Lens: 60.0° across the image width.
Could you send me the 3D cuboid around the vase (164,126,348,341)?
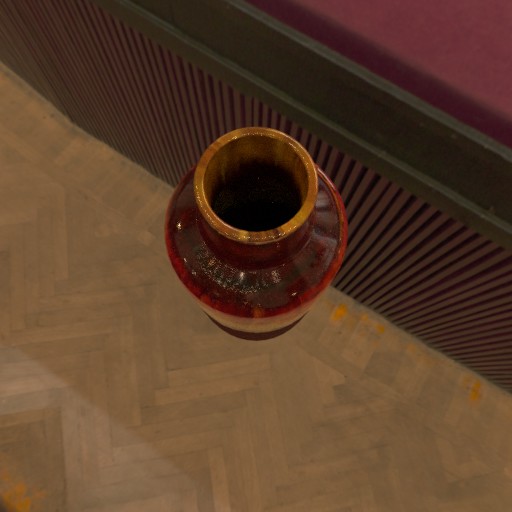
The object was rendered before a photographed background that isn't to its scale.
[{"bbox_3d":[0.000,0.000,0.328,0.111,0.261,0.111,0,75,0],"label":"vase"}]
